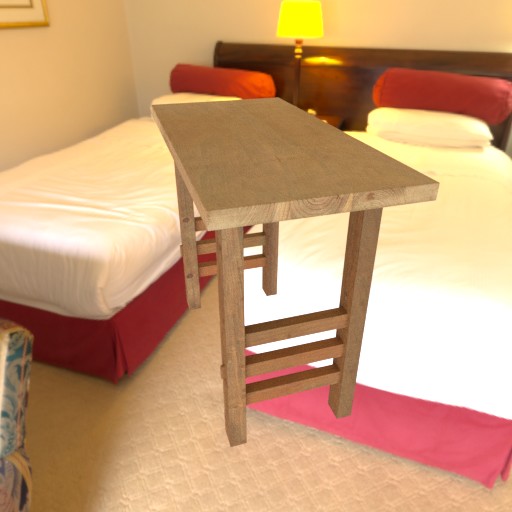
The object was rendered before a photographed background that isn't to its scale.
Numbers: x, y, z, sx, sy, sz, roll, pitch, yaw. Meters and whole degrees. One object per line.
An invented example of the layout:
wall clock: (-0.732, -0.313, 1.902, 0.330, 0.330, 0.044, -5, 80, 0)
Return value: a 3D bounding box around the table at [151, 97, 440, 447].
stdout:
table: (0.000, 0.000, 1.656, 0.556, 0.914, 1.119, -9, 31, -15)
